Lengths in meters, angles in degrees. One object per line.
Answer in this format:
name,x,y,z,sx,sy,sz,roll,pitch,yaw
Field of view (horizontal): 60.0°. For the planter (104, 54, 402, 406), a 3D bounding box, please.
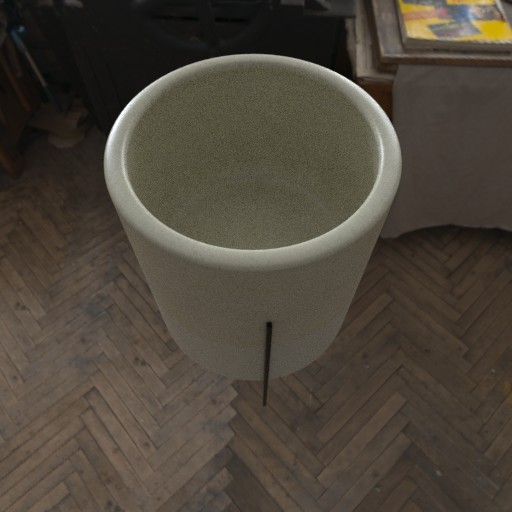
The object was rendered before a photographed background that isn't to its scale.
planter,0.000,0.000,0.690,0.333,0.483,0.324,-32,63,-18
